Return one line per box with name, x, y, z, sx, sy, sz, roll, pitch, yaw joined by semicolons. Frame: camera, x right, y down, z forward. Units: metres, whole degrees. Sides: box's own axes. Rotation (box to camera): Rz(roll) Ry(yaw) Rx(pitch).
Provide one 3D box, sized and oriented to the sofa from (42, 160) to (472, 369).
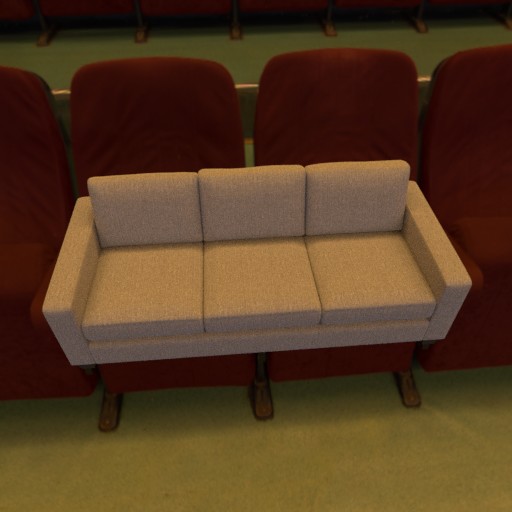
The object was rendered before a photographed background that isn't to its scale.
sofa;0.000;0.000;2.569;2.120;0.800;0.900;-3;45;-3
